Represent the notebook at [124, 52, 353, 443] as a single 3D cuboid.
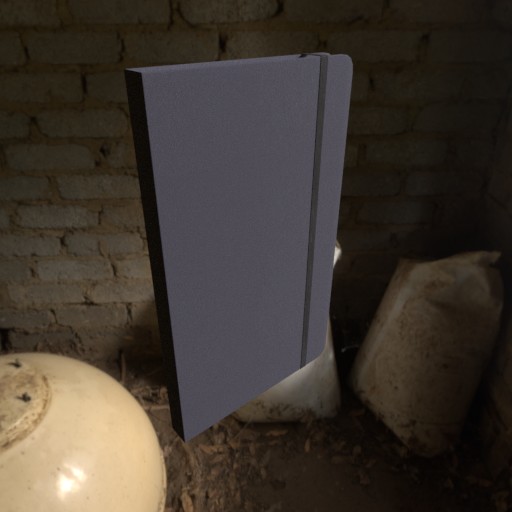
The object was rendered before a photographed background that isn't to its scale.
[{"bbox_3d":[0.000,0.000,0.261,0.127,0.213,0.016,-22,36,-34],"label":"notebook"}]
